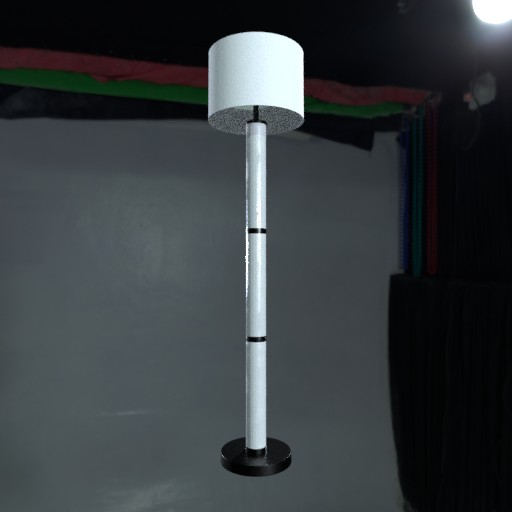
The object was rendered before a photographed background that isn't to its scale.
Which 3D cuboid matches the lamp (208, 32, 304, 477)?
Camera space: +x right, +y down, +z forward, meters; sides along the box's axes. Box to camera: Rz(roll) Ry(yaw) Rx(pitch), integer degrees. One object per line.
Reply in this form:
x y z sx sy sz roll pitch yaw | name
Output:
0.000 0.000 1.751 0.377 1.599 0.377 0 -1 -17 | lamp
